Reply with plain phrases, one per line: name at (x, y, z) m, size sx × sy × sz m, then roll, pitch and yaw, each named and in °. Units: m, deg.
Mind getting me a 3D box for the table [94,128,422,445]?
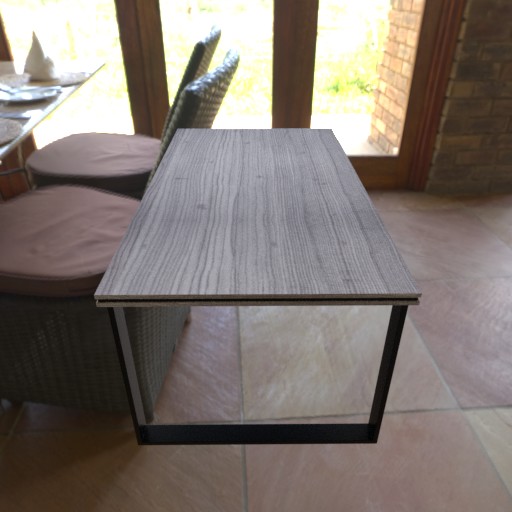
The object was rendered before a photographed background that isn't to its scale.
table at (0.000, 0.000, 2.055) m, size 0.881 × 0.736 × 1.579 m, roll 0°, pitch 32°, yaw 0°
